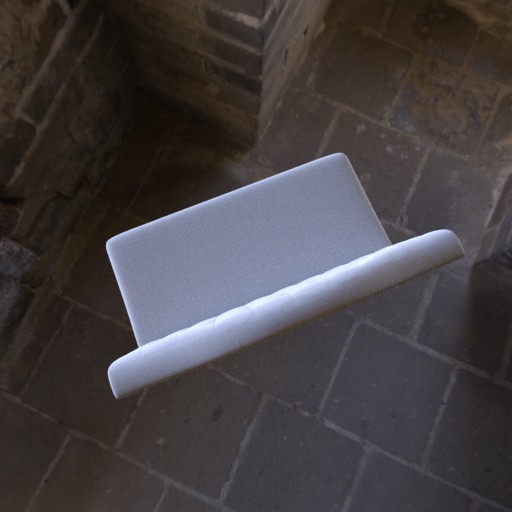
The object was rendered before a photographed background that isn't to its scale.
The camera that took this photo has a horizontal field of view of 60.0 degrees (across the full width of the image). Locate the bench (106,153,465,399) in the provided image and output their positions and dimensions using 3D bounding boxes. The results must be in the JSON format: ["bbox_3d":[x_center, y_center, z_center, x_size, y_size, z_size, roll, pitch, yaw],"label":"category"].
[{"bbox_3d":[0.000,0.000,2.047,1.335,1.180,0.815,-21,76,-5],"label":"bench"}]
